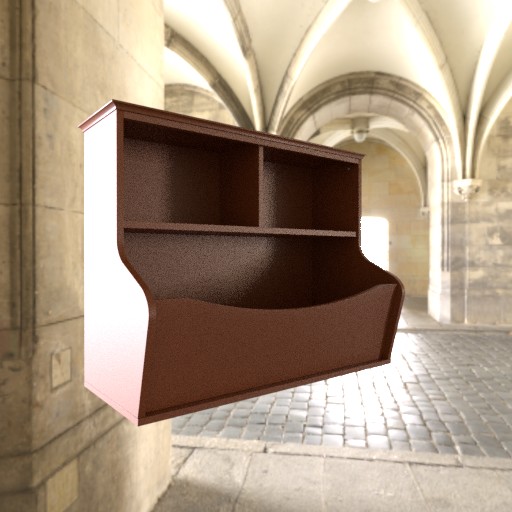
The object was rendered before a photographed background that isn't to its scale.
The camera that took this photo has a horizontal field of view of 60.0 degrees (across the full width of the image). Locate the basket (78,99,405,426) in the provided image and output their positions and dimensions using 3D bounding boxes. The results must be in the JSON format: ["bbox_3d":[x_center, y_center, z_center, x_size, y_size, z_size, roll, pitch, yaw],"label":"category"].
[{"bbox_3d":[0.000,0.000,1.159,0.792,0.625,0.376,0,0,-38],"label":"basket"}]
